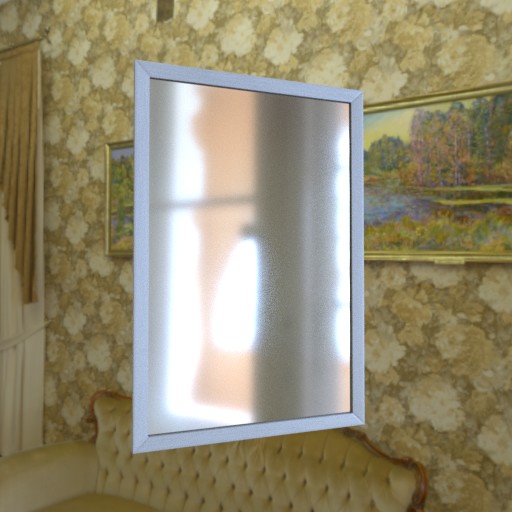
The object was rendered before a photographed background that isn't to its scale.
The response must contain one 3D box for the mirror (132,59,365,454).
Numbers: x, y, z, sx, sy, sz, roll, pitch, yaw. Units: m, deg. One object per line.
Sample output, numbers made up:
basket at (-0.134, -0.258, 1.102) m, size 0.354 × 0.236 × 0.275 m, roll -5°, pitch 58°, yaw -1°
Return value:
mirror at (0.000, 0.000, 1.140) m, size 0.609 × 0.915 × 0.040 m, roll 0°, pitch -1°, yaw -18°
